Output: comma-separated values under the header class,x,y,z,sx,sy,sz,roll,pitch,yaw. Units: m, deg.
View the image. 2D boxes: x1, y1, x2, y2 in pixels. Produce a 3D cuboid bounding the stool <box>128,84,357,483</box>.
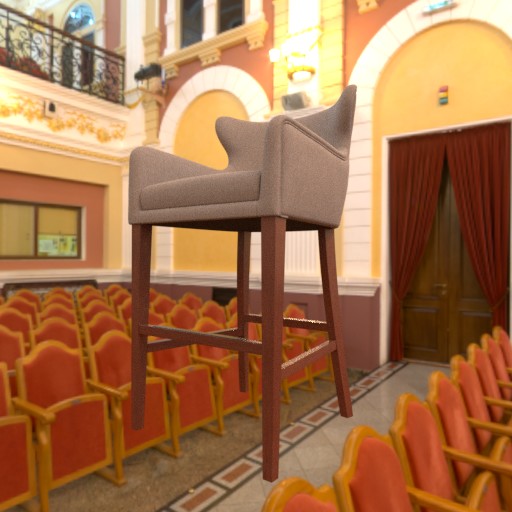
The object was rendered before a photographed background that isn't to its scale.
class,x,y,z,sx,sy,sz,roll,pitch,yaw
stool,0.000,0.000,1.407,0.575,1.047,0.575,0,1,37
